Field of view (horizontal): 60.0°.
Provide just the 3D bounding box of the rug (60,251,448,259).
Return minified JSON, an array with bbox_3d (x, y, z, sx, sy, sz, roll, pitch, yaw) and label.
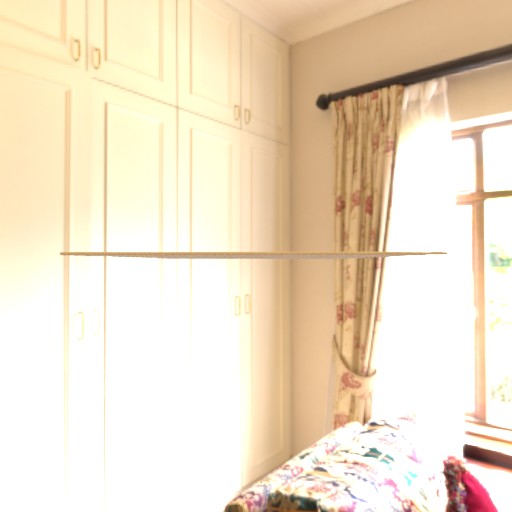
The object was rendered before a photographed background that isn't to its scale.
[{"bbox_3d":[0.000,0.000,4.413,2.444,0.036,3.369,0,-1,1],"label":"rug"}]
